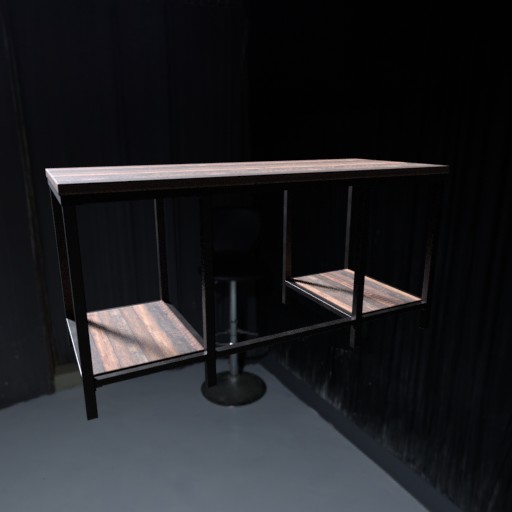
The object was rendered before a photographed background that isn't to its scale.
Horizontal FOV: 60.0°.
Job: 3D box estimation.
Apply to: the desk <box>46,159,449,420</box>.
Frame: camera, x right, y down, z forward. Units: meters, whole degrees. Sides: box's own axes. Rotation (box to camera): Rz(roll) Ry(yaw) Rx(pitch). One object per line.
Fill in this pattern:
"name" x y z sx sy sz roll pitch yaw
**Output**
"desk" 0.000 0.000 1.914 1.538 0.753 0.617 -8 17 -26
